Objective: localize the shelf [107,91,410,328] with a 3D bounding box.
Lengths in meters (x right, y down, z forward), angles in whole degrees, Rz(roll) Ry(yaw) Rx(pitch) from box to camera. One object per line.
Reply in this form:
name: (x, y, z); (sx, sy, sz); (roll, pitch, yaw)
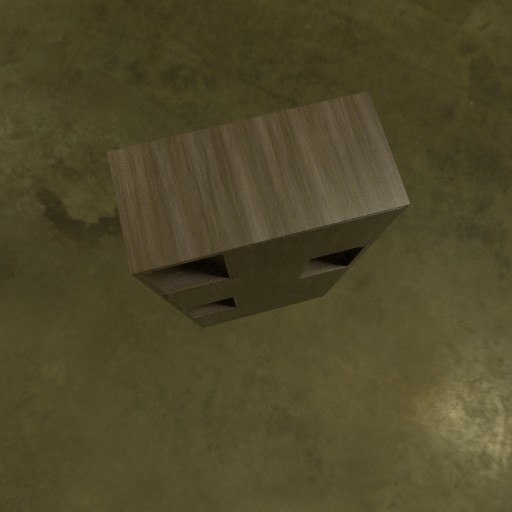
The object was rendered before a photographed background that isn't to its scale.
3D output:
shelf: (0.000, 0.000, 1.811); (0.670, 1.545, 0.323); (-14, 76, -4)
